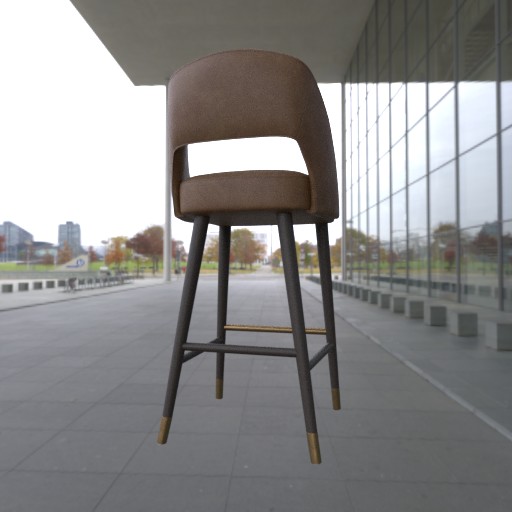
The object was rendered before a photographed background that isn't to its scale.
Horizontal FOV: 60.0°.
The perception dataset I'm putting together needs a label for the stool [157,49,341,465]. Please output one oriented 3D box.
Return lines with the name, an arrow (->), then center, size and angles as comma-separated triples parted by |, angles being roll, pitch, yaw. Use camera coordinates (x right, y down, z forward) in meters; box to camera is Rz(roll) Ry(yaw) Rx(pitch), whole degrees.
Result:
stool -> 0.000, 0.000, 1.349 | 0.494, 1.037, 0.509 | 0, -1, 17
